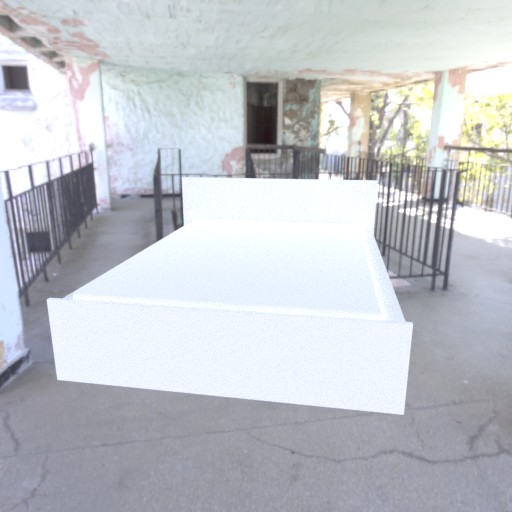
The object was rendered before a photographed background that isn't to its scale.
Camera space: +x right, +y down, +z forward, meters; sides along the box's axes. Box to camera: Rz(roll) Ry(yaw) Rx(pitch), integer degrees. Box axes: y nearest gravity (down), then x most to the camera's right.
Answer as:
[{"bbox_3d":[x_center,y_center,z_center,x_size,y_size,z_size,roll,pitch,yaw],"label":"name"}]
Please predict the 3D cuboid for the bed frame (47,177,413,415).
[{"bbox_3d":[0.000,0.000,2.849,1.622,0.800,1.960,3,16,10],"label":"bed frame"}]
